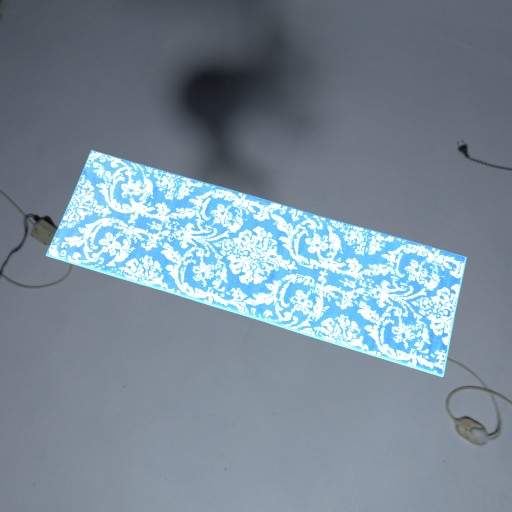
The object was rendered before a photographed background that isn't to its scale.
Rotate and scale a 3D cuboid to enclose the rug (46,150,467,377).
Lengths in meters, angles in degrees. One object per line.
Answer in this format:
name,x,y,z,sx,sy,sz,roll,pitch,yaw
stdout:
rug,0.000,0.000,2.412,2.196,0.011,0.662,16,76,4
